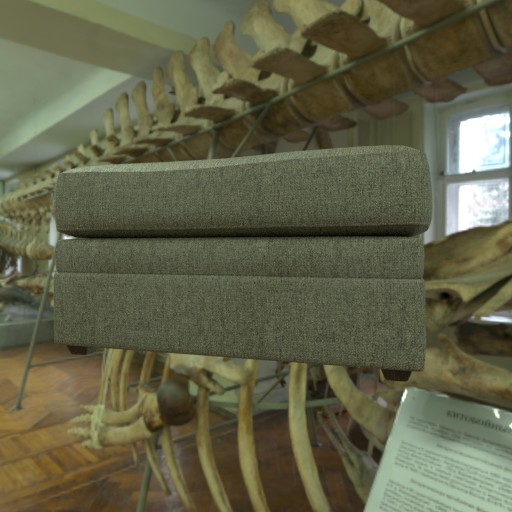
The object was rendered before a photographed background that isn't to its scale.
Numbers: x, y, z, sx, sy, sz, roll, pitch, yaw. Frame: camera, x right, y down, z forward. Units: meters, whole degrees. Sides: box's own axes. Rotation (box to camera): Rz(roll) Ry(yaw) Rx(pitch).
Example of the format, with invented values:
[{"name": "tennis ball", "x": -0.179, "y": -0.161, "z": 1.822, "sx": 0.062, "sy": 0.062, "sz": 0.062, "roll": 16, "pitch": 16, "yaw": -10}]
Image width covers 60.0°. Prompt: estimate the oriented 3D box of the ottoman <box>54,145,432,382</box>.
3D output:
[{"name": "ottoman", "x": 0.000, "y": 0.000, "z": 1.232, "sx": 0.885, "sy": 0.478, "sz": 0.637, "roll": 0, "pitch": 1, "yaw": 17}]
